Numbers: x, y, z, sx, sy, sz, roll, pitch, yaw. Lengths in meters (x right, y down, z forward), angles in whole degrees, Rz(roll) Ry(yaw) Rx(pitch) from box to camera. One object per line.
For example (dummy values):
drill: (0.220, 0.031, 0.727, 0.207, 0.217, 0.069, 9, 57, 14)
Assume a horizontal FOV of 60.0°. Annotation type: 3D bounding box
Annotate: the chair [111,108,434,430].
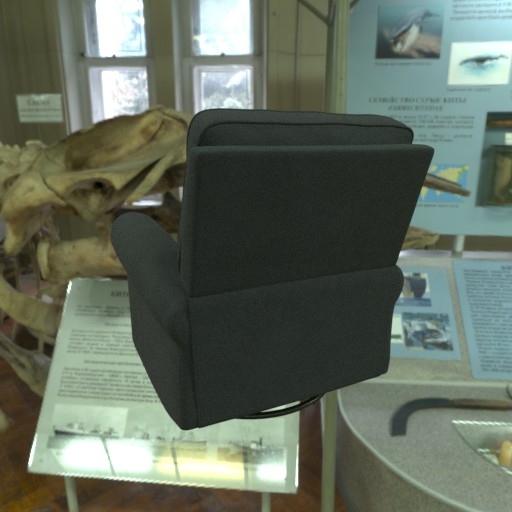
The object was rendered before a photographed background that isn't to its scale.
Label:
chair: (0.000, 0.000, 1.584, 0.890, 0.961, 0.878, -7, 17, -25)
